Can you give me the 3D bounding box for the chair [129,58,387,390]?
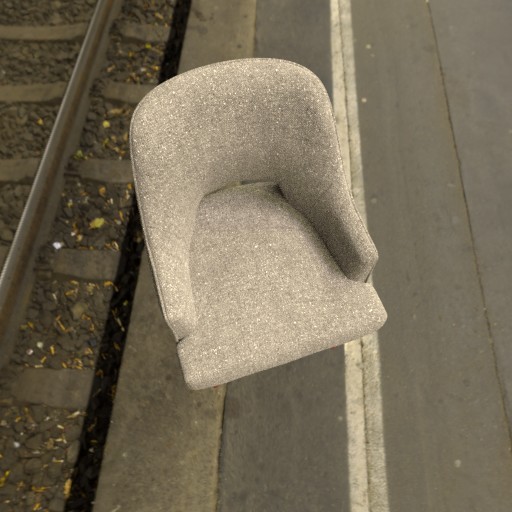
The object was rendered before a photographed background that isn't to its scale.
[{"bbox_3d":[0.000,0.000,1.309,0.608,0.875,0.629,-16,63,-9],"label":"chair"}]
